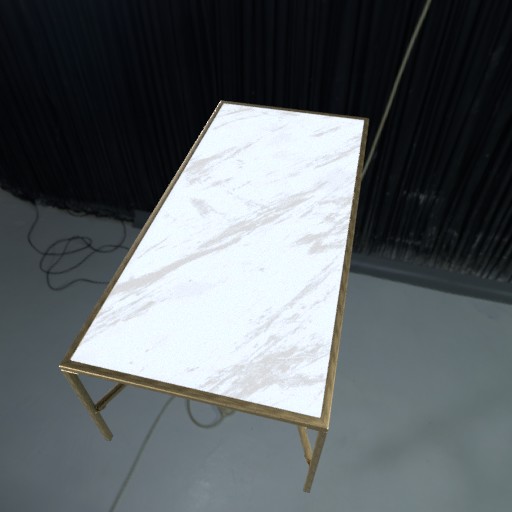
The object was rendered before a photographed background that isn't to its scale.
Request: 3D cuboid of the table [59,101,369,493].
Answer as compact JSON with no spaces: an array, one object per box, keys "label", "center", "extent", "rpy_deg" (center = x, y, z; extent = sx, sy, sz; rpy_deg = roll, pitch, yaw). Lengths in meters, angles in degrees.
[{"label":"table","center":[0.000,0.000,1.442],"extent":[0.577,0.405,1.197],"rpy_deg":[10,47,9]}]
